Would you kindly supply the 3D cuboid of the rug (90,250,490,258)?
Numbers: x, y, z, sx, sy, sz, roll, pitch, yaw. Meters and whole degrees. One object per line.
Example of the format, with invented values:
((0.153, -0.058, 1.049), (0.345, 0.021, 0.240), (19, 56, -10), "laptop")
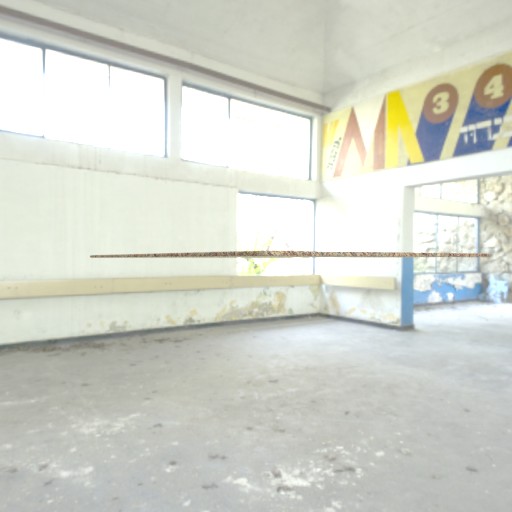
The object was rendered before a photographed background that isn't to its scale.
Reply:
((0.000, 0.000, 2.918), (1.523, 0.019, 2.285), (0, -1, -35), "rug")
